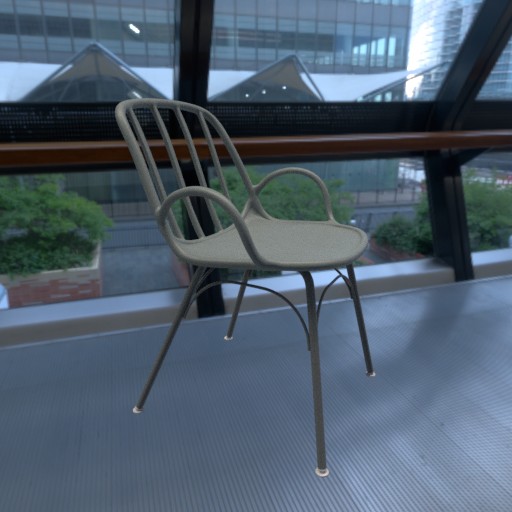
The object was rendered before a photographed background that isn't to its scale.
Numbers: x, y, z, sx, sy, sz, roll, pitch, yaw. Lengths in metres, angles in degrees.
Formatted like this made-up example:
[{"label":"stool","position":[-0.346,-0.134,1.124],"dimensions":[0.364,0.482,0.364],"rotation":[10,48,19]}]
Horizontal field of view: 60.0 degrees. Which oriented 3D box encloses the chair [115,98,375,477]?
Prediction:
[{"label":"chair","position":[0.000,0.000,1.198],"dimensions":[0.597,0.816,0.549],"rotation":[8,18,26]}]
